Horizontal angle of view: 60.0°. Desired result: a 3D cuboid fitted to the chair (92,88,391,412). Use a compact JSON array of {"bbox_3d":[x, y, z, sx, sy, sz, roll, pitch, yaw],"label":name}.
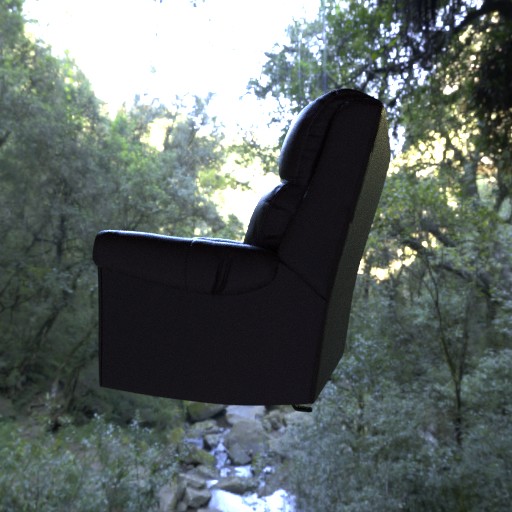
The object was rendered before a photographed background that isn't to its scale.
[{"bbox_3d":[0.000,0.000,1.766,1.014,1.054,0.838,0,0,18],"label":"chair"}]
